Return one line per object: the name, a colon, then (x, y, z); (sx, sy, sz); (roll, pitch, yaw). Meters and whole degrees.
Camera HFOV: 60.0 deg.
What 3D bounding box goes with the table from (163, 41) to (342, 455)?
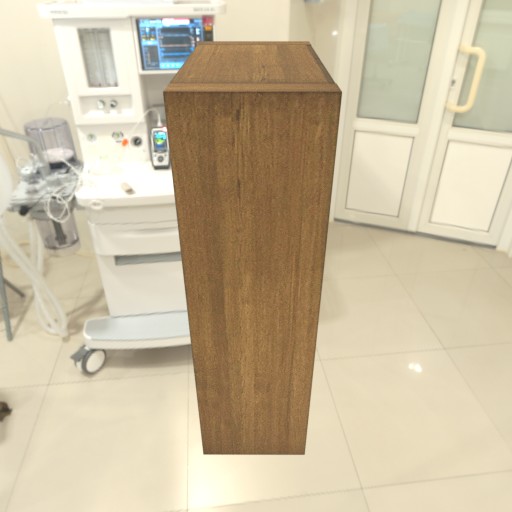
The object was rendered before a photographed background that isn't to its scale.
table: (0.000, 0.000, 2.442); (0.600, 2.000, 1.100); (0, 33, 0)
